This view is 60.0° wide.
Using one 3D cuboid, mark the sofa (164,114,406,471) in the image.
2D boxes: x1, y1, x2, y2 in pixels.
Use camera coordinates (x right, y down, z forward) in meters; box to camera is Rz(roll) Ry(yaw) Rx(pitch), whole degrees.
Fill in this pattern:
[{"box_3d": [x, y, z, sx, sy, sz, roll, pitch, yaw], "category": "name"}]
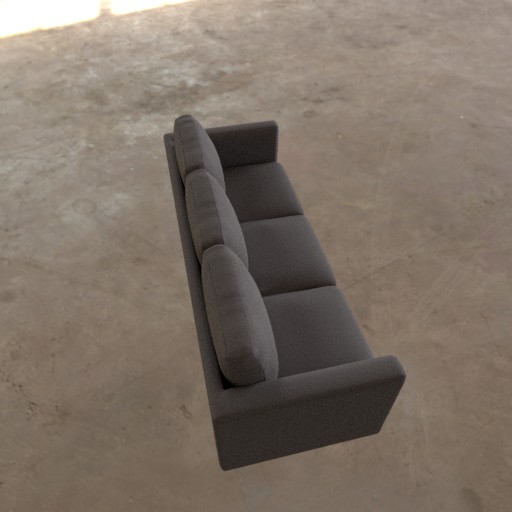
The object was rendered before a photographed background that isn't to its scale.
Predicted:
[{"box_3d": [0.000, 0.000, 2.523, 0.802, 0.912, 2.029, -10, 47, -9], "category": "sofa"}]
